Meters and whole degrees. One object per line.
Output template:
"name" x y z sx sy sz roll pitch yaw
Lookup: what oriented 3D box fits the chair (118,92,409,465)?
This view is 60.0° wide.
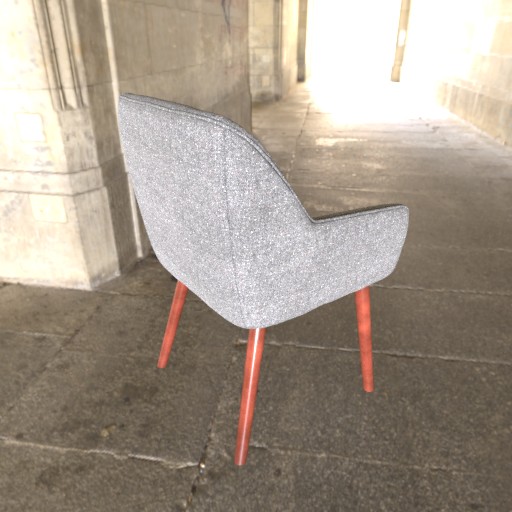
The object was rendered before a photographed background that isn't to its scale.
"chair" 0.000 0.000 1.149 0.519 0.803 0.543 -18 32 -32
